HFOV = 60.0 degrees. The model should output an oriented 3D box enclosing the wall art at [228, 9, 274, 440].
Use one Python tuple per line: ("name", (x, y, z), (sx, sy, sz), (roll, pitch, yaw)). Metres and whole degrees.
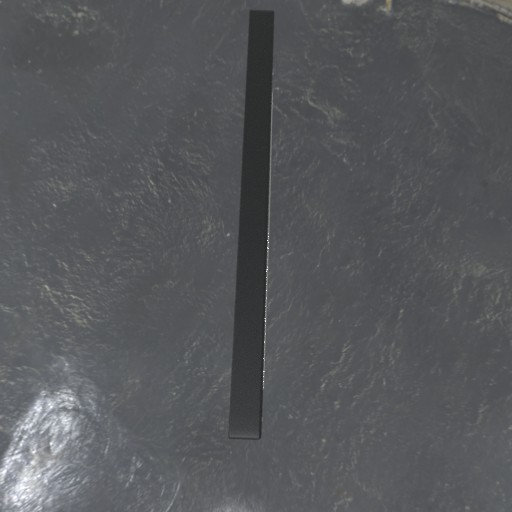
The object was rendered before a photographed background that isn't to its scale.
("wall art", (0.000, 0.000, 0.885), (0.043, 0.611, 0.610), (2, 74, 1))
